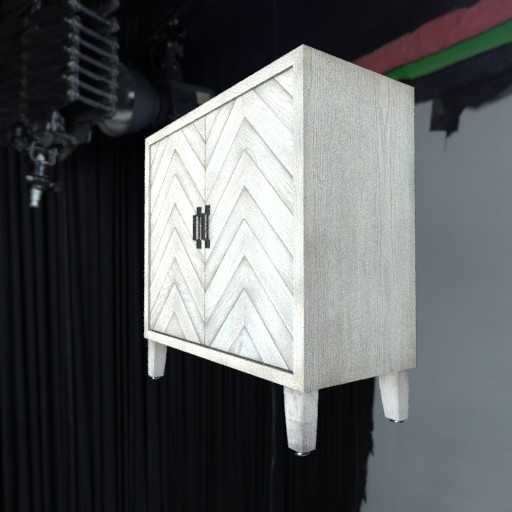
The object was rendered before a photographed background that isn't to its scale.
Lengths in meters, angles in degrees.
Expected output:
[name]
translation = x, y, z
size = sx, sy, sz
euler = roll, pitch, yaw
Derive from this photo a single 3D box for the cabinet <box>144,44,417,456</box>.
[cabinet]
translation = 0.000, 0.000, 1.251
size = 0.370, 0.787, 0.781
euler = 1, -1, -36
